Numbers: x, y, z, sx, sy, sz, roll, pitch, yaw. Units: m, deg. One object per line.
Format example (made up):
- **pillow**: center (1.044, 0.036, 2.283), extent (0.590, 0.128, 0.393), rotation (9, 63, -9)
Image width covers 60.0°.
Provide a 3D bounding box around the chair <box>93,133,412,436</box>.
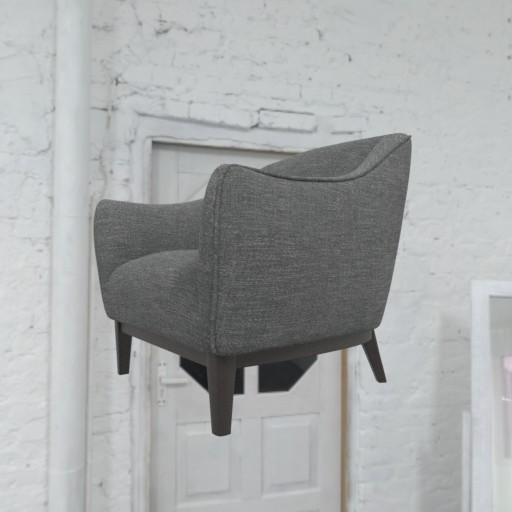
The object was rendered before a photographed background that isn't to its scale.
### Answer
- **chair**: center (0.000, 0.000, 1.507), extent (0.851, 0.829, 0.870), rotation (0, 1, -37)
